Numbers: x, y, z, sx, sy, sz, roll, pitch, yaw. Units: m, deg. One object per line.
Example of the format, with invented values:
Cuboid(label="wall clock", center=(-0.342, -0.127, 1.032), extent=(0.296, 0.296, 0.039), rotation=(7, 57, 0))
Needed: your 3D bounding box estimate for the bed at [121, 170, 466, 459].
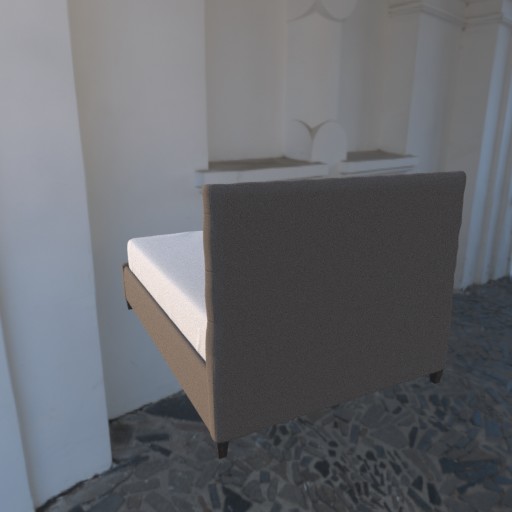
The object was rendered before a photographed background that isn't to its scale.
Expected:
Cuboid(label="bed", center=(0.000, 0.000, 3.488), extent=(1.698, 1.427, 2.387), rotation=(-8, 17, -26))
